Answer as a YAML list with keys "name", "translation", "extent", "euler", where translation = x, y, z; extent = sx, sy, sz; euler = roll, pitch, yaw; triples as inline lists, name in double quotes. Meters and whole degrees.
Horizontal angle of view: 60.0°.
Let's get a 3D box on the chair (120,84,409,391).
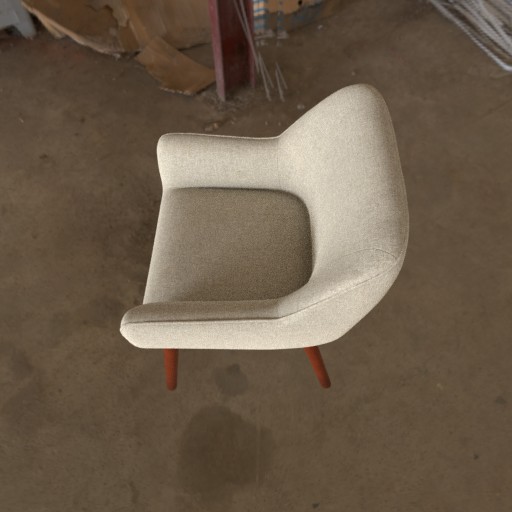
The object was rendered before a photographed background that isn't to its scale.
- name: "chair"
  translation: [0.000, 0.000, 1.263]
  extent: [0.610, 0.813, 0.610]
  euler: [1, 58, 1]
